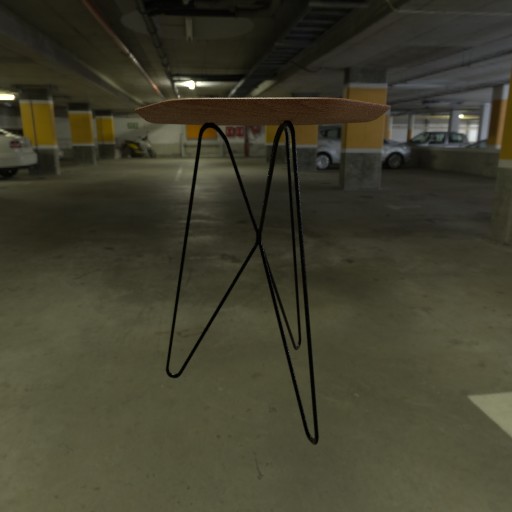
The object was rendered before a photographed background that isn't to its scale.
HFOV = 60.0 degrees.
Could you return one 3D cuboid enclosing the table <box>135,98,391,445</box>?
[{"bbox_3d":[0.000,0.000,0.889,0.400,0.562,0.500,-7,16,-25],"label":"table"}]
